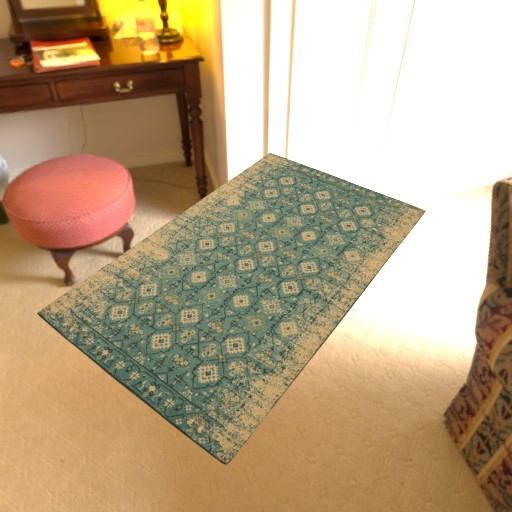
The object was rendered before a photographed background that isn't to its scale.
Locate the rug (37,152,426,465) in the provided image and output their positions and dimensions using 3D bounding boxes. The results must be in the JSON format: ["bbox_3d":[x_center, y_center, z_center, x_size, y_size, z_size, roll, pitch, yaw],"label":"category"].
[{"bbox_3d":[0.000,0.000,2.248,1.102,0.008,1.795,27,49,26],"label":"rug"}]
